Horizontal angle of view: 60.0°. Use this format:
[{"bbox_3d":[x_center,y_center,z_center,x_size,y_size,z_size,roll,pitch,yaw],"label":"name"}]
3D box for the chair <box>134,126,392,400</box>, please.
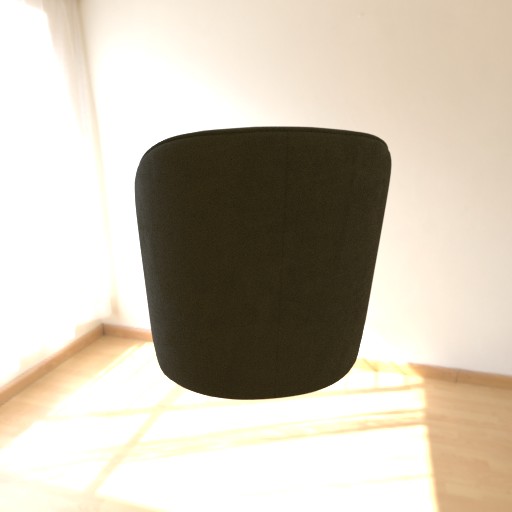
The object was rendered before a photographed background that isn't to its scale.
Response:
[{"bbox_3d":[0.000,0.000,1.467,0.747,0.799,0.875,-2,15,-9],"label":"chair"}]
